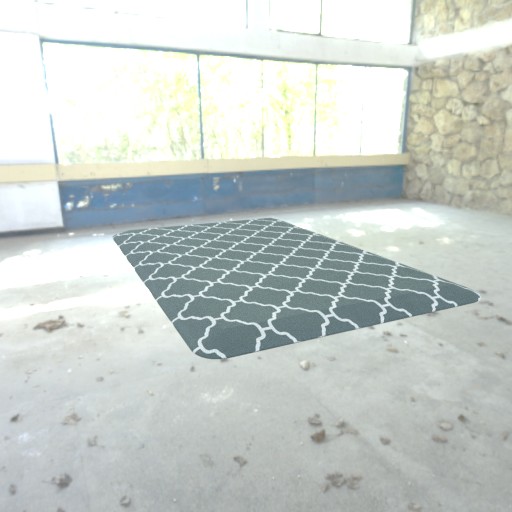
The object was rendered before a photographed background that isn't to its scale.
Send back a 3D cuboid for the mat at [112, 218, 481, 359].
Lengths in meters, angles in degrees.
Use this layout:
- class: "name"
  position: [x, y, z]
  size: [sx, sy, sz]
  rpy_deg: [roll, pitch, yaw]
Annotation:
- class: "mat"
  position: [0.000, 0.000, 0.964]
  size: [0.508, 0.021, 0.762]
  rpy_deg: [-7, 17, -24]
